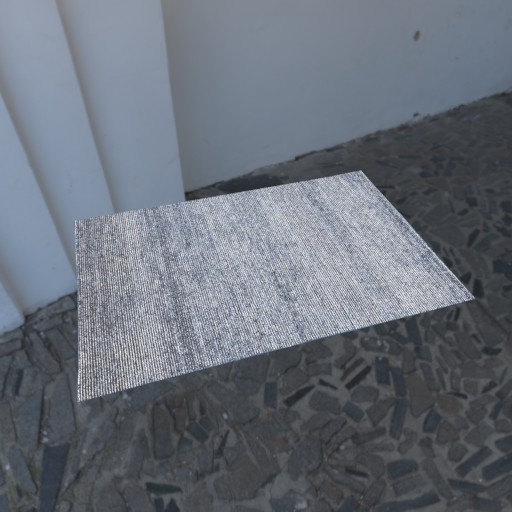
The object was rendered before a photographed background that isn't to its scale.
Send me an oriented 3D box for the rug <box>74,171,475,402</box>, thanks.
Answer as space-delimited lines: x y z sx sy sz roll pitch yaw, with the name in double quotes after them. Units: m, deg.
0.000 0.000 2.213 1.740 0.010 1.135 -12 44 -12 "rug"
